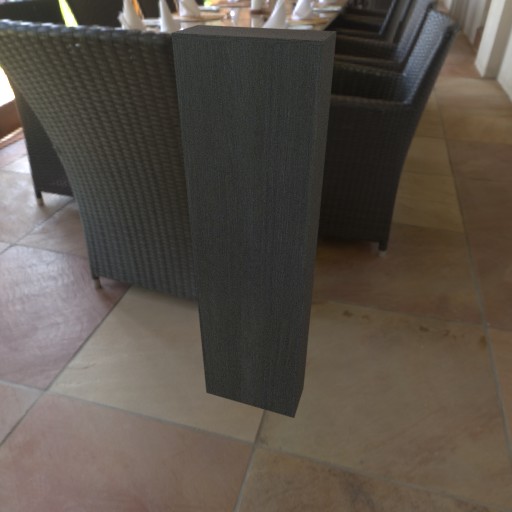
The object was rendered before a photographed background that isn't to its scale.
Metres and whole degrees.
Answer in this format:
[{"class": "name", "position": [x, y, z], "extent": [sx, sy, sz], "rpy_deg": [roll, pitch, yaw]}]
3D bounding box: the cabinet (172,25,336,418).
[{"class": "cabinet", "position": [0.000, 0.000, 1.964], "extent": [0.500, 1.790, 0.230], "rpy_deg": [11, 36, 15]}]
